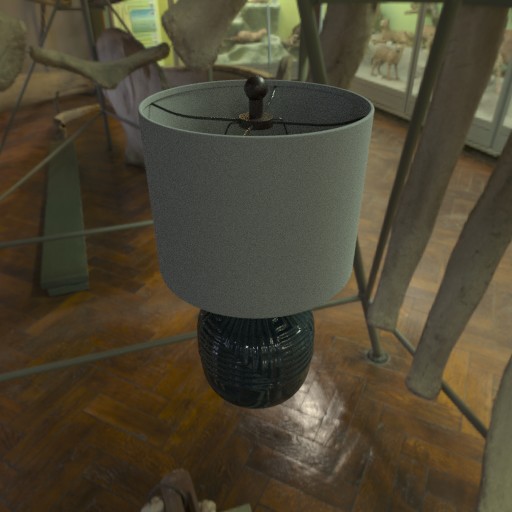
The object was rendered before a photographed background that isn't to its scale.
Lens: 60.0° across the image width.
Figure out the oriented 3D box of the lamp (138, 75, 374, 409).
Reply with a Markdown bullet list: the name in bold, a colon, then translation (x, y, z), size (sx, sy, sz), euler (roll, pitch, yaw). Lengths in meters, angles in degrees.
- **lamp**: translation (0.000, 0.000, 0.741), size (0.318, 0.567, 0.318), euler (0, 32, 0)
